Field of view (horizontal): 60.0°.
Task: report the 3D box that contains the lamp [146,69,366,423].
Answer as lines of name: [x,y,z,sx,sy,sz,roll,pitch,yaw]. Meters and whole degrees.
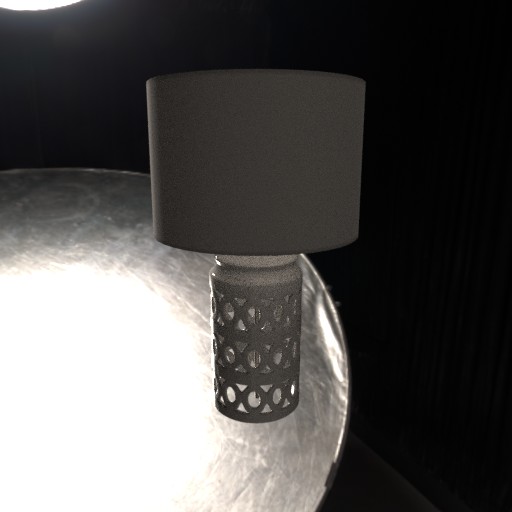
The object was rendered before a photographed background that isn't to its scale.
lamp: [0.000,0.000,0.696,0.310,0.502,0.310,0,14,0]
